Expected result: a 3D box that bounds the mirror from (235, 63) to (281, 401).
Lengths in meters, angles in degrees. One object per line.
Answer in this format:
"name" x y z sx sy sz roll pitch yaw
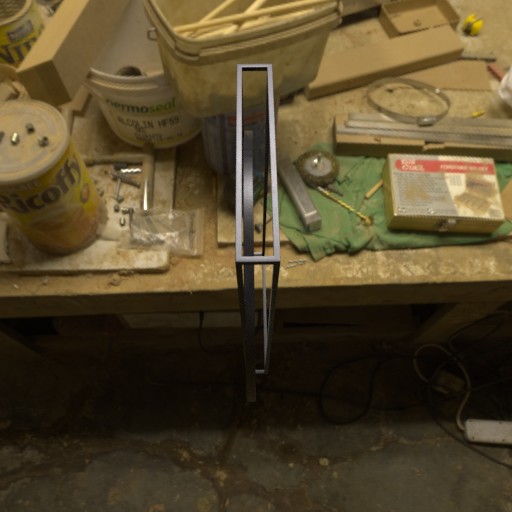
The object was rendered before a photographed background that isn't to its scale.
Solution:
"mirror" 0.000 0.000 0.833 0.051 0.603 0.508 -1 64 0
